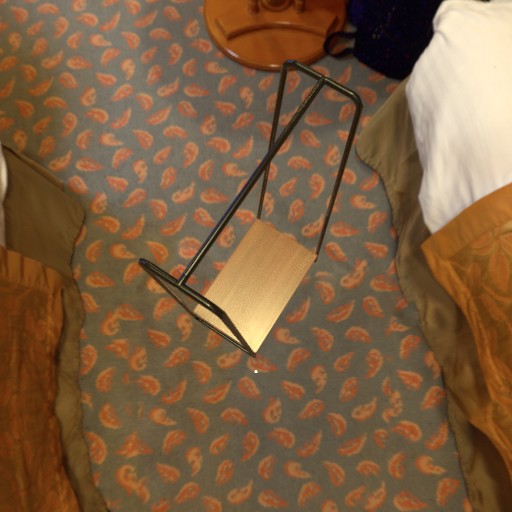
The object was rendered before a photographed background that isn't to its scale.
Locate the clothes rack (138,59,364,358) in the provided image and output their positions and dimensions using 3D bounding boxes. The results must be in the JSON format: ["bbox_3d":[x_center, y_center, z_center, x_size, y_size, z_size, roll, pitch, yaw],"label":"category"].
[{"bbox_3d":[0.000,0.000,1.751,0.400,1.500,0.640,32,78,8],"label":"clothes rack"}]
